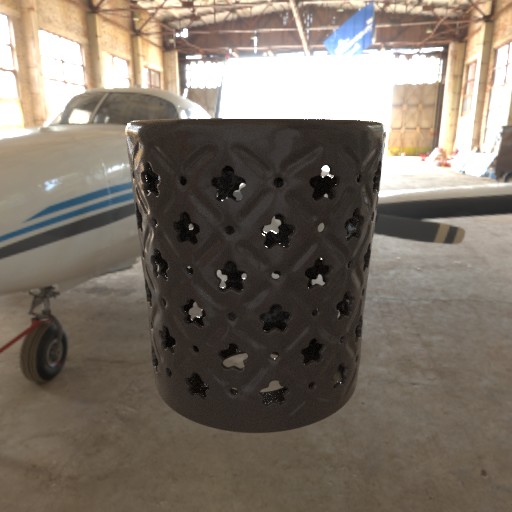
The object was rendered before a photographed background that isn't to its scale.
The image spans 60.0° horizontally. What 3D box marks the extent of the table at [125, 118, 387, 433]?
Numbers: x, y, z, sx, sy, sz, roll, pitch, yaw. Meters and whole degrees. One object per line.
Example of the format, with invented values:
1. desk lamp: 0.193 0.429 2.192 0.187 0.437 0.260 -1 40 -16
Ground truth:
1. table: 0.000 0.000 0.663 0.352 0.387 0.352 0 15 0
